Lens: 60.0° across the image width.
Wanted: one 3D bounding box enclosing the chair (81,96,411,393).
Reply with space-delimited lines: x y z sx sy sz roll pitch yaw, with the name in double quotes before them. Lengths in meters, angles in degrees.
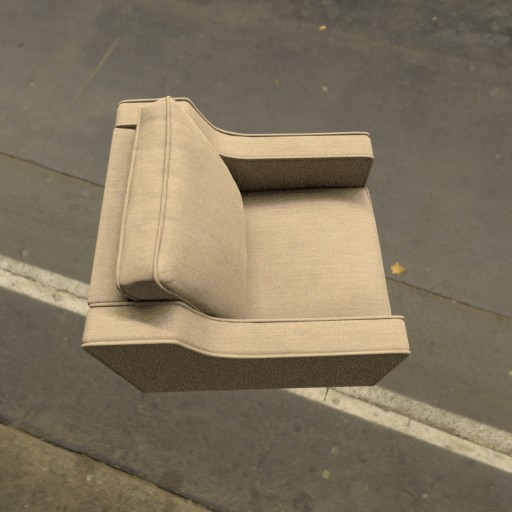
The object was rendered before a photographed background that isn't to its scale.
"chair" 0.000 0.000 1.596 0.909 0.960 0.831 -1 63 -1
